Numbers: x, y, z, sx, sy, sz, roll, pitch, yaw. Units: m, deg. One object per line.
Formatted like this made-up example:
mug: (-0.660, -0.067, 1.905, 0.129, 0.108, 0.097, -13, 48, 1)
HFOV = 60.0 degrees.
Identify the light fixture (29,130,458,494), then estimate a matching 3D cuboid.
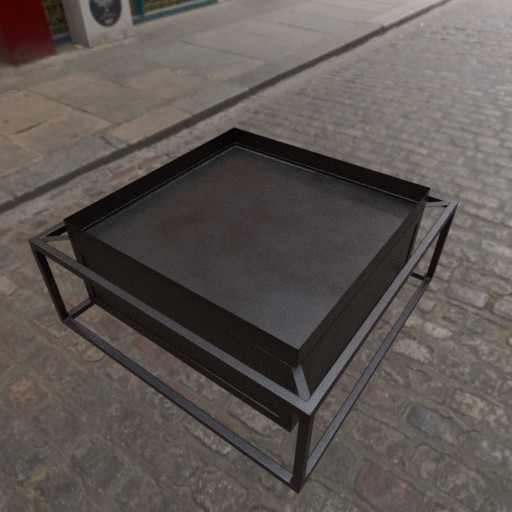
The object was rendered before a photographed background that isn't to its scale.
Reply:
light fixture: (0.000, 0.000, 0.677, 0.441, 0.191, 0.441, 25, 46, 27)
